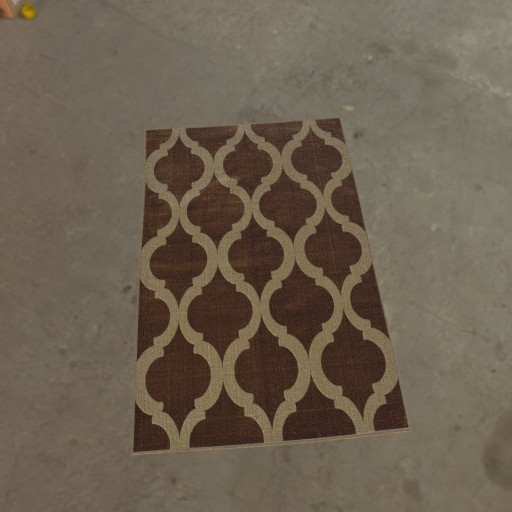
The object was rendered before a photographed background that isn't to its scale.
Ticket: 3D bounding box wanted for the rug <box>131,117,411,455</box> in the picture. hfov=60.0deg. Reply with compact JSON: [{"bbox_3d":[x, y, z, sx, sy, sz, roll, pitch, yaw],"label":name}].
[{"bbox_3d":[0.000,0.000,2.896,1.526,0.014,2.290,-4,63,-2],"label":"rug"}]
